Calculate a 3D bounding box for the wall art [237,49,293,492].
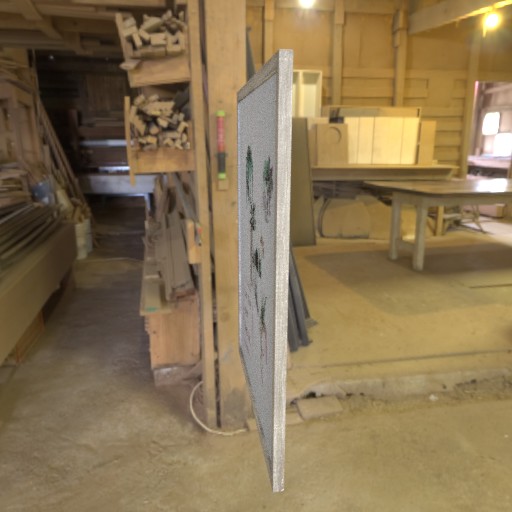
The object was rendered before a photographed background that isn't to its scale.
[{"bbox_3d":[0.000,0.000,1.358,0.035,1.022,0.781,-2,14,-9],"label":"wall art"}]
